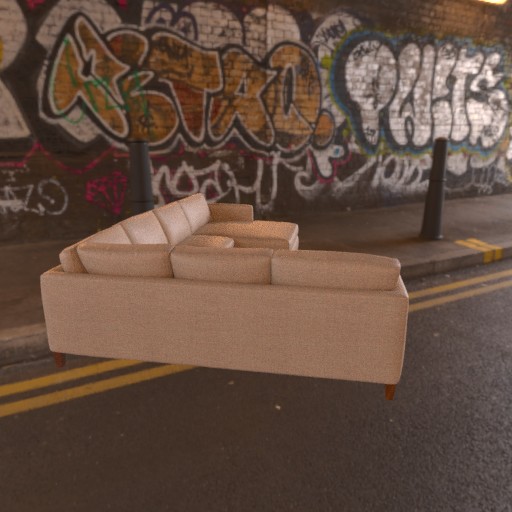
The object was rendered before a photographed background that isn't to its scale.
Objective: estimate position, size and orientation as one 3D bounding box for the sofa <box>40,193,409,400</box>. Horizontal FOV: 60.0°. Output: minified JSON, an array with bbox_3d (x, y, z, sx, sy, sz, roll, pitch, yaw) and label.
[{"bbox_3d":[0.000,0.000,4.648,2.594,0.961,3.460,3,16,10],"label":"sofa"}]
